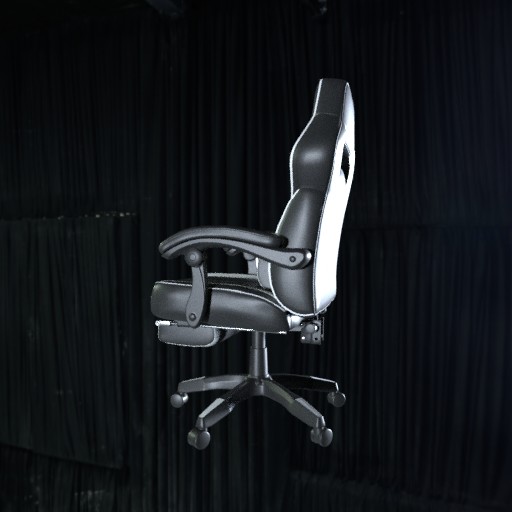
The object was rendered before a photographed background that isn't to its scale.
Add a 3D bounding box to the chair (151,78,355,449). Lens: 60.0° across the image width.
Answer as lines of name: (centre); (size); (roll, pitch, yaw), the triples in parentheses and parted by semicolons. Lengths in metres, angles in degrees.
chair: (0.000, 0.000, 1.655); (0.700, 1.200, 0.676); (0, 1, 17)
